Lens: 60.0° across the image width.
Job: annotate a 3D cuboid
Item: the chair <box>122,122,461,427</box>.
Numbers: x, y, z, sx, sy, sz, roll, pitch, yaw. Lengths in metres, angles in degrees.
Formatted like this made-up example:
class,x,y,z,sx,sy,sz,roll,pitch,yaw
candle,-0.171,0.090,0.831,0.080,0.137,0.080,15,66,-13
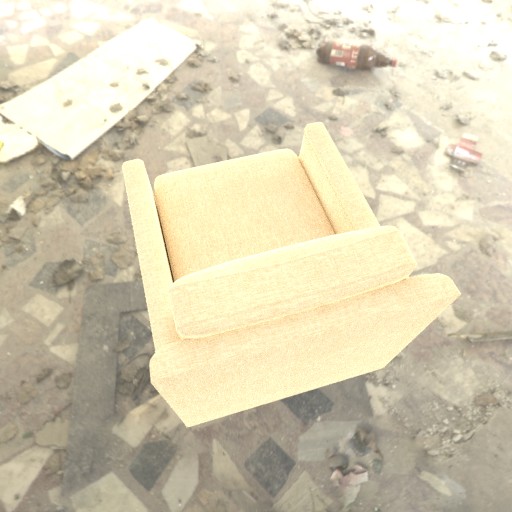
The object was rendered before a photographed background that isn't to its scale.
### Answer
class,x,y,z,sx,sy,sz,roll,pitch,yaw
chair,0.000,0.000,1.715,0.838,0.940,1.041,-14,58,-9
